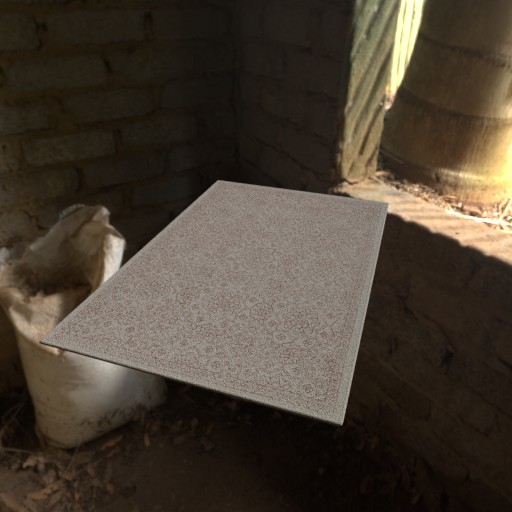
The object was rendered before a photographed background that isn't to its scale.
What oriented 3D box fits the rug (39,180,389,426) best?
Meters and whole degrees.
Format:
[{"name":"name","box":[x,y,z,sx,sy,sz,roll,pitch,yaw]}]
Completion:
[{"name":"rug","box":[0.000,0.000,2.345,1.219,0.010,1.829,10,33,16]}]
